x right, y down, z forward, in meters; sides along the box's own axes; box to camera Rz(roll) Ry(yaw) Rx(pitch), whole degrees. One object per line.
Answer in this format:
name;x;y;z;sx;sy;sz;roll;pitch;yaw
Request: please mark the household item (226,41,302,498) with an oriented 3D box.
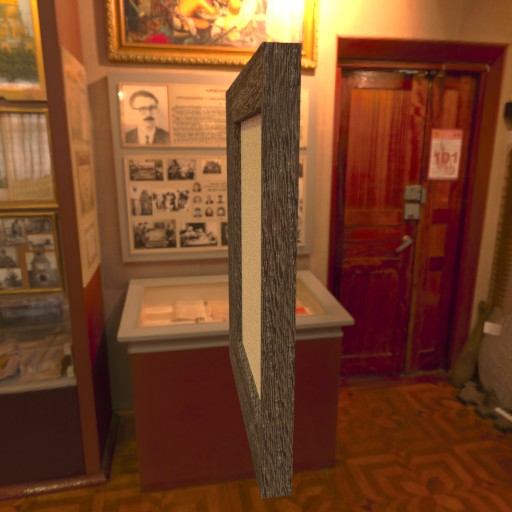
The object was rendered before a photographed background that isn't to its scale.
household item;0.000;0.000;0.275;0.020;0.210;0.160;-2;14;-9
